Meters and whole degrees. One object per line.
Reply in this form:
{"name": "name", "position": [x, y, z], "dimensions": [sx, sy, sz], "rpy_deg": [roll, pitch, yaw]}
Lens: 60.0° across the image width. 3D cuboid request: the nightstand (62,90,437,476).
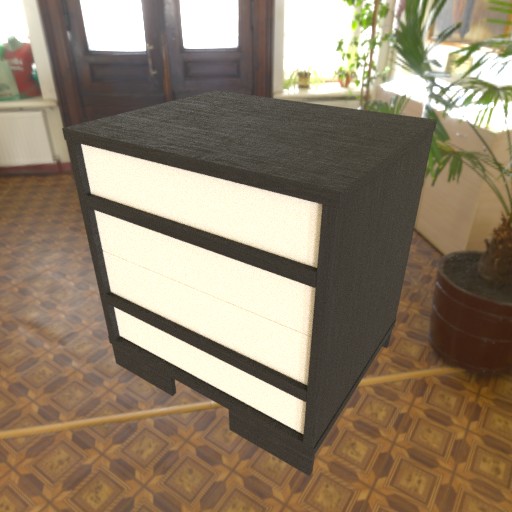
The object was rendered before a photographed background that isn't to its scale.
{"name": "nightstand", "position": [0.000, 0.000, 0.759], "dimensions": [0.427, 0.448, 0.347], "rpy_deg": [19, 35, 29]}
